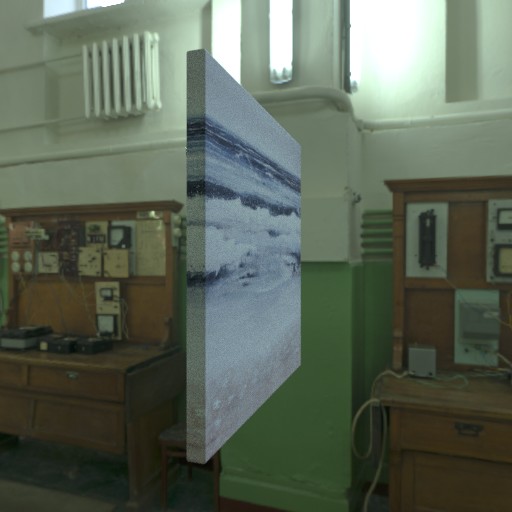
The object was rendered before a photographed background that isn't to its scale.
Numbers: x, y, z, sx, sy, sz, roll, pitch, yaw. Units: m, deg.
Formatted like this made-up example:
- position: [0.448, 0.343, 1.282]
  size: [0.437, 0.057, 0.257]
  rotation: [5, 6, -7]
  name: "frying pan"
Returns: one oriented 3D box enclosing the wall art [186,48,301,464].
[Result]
- position: [0.000, 0.000, 1.160]
  size: [0.065, 0.747, 0.755]
  rotation: [0, 0, 19]
  name: "wall art"
